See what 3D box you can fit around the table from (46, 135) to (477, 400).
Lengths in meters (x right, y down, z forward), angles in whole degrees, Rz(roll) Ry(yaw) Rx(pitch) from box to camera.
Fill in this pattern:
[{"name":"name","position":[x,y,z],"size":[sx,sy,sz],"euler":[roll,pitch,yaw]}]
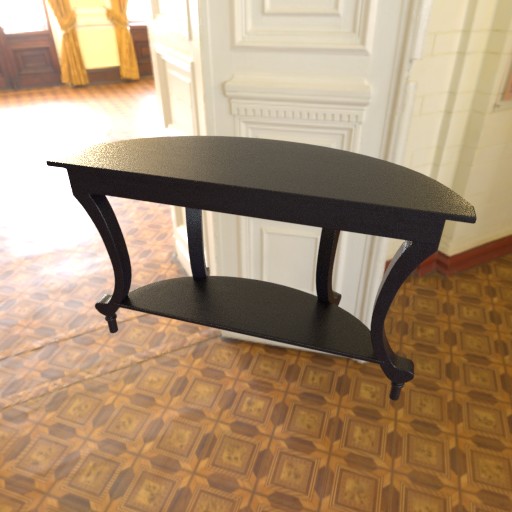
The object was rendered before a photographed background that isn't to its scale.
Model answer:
[{"name":"table","position":[0.000,0.000,1.524],"size":[1.198,0.692,0.394],"euler":[10,34,15]}]
